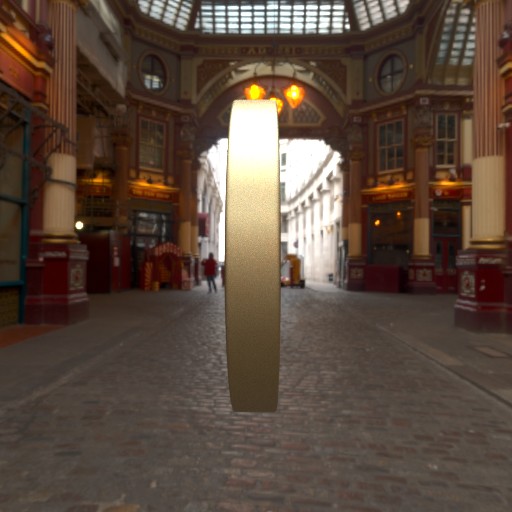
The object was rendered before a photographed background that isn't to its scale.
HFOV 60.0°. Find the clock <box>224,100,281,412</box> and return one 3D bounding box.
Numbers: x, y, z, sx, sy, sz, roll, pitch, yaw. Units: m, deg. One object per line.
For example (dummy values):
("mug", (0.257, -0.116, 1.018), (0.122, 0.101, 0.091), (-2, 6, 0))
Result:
("clock", (0.000, 0.000, 0.471), (0.040, 0.314, 0.314), (0, -1, 1))
